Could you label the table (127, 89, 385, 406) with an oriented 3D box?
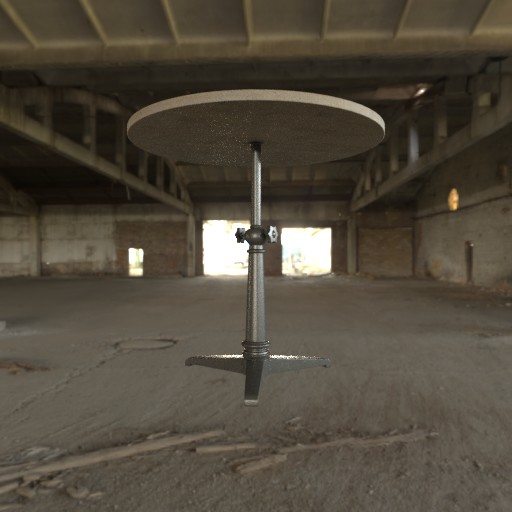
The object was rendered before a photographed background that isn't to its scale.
[{"bbox_3d":[0.000,0.000,1.435,0.800,0.780,0.800,0,0,0],"label":"table"}]
